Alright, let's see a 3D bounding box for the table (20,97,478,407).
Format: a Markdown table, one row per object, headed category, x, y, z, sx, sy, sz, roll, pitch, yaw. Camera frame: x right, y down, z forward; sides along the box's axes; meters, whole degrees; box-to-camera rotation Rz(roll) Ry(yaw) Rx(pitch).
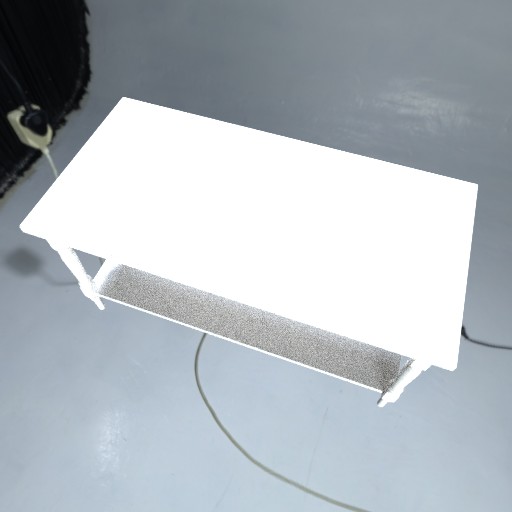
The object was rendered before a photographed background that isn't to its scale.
| category | x | y | z | sx | sy | sz | roll | pitch | yaw |
| --- | --- | --- | --- | --- | --- | --- | --- | --- | --- |
| table | 0.000 | 0.000 | 1.398 | 1.107 | 0.510 | 0.550 | 17 | 59 | 11 |
